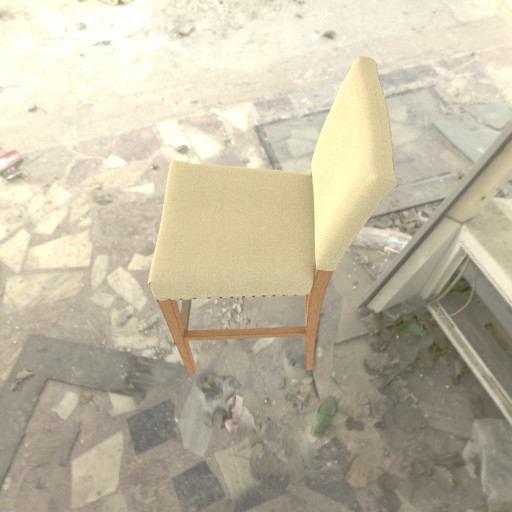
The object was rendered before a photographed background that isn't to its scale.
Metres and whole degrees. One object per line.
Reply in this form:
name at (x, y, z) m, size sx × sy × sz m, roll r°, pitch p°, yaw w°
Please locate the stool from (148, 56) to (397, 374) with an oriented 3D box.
stool at (0.000, 0.000, 1.386) m, size 0.546 × 1.143 × 0.428 m, roll 2°, pitch 58°, yaw 1°
